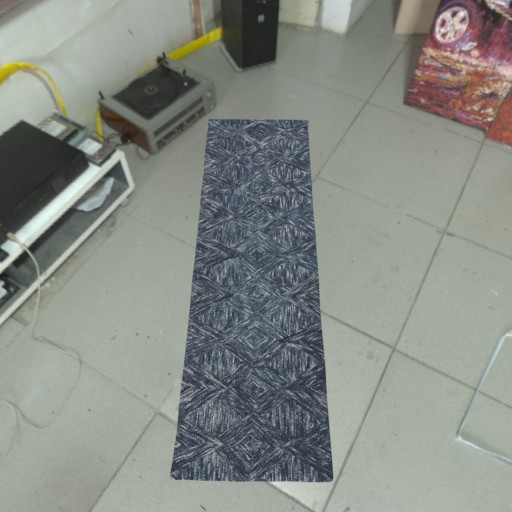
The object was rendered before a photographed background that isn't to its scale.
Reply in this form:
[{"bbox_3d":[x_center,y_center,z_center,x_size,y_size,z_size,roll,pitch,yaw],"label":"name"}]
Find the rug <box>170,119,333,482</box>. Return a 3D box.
[{"bbox_3d":[0.000,0.000,2.527,0.719,0.013,2.306,1,57,0],"label":"rug"}]
